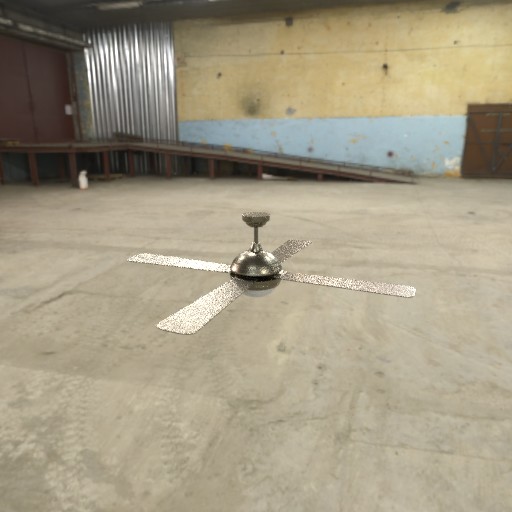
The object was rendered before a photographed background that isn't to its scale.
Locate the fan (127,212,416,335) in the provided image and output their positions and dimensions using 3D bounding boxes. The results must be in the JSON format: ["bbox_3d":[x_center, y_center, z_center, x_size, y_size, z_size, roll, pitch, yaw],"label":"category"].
[{"bbox_3d":[0.000,0.000,2.008,1.321,0.381,1.321,14,21,42],"label":"fan"}]
